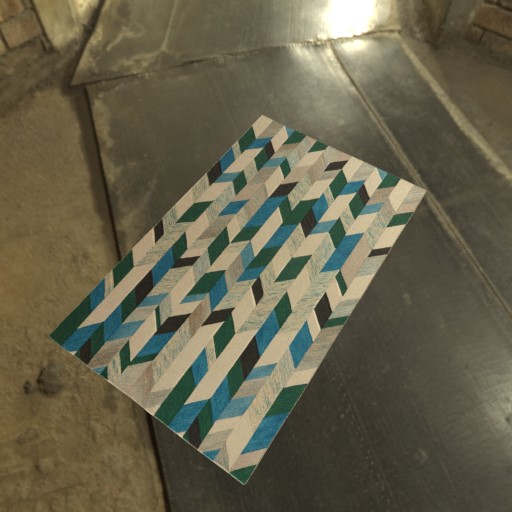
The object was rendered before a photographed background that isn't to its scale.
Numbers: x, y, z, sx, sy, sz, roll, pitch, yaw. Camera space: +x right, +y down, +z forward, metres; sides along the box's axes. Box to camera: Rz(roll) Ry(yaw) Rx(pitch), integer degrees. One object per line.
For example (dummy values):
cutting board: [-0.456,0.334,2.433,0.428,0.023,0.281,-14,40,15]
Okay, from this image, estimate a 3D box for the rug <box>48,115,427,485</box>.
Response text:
rug: [0.000,0.000,3.076,1.507,0.007,2.433,30,63,17]
